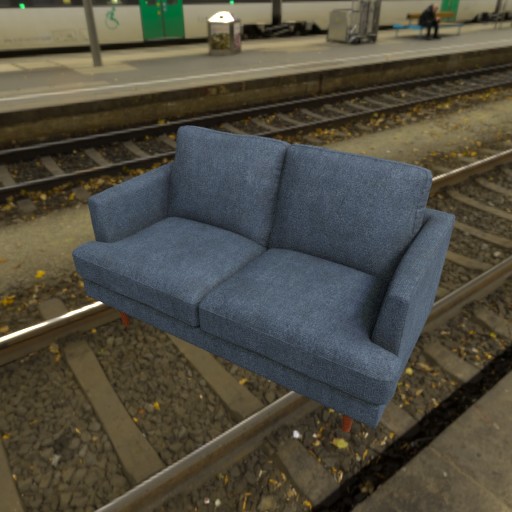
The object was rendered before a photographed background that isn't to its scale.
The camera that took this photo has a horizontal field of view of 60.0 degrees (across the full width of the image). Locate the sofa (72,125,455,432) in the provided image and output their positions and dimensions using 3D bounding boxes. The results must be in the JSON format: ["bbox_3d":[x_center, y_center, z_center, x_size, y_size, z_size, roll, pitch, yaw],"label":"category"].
[{"bbox_3d":[0.000,0.000,2.096,1.582,0.944,0.903,18,35,27],"label":"sofa"}]
